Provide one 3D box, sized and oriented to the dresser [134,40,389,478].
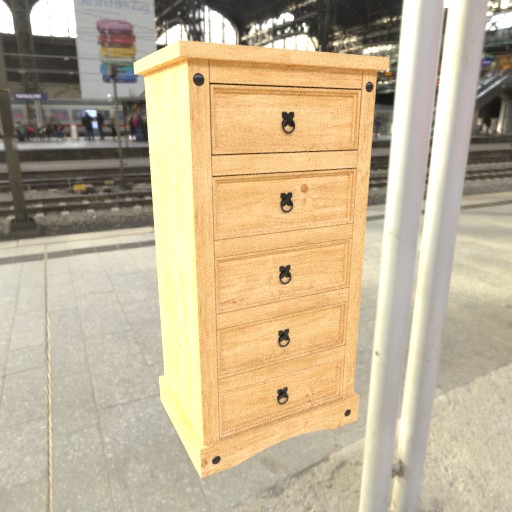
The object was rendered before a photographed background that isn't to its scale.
[{"bbox_3d":[0.000,0.000,1.280,0.531,1.041,0.390,-8,19,-26],"label":"dresser"}]
